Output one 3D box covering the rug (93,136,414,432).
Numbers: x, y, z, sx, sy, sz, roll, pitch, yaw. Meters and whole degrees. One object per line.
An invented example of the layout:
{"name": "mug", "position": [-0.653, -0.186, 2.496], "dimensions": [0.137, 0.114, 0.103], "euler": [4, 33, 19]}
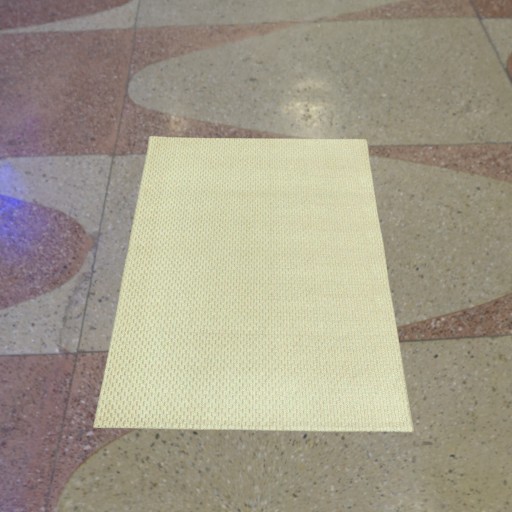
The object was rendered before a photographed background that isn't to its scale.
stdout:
{"name": "rug", "position": [0.000, 0.000, 3.891], "dimensions": [2.277, 0.035, 2.897], "euler": [1, 59, 0]}
